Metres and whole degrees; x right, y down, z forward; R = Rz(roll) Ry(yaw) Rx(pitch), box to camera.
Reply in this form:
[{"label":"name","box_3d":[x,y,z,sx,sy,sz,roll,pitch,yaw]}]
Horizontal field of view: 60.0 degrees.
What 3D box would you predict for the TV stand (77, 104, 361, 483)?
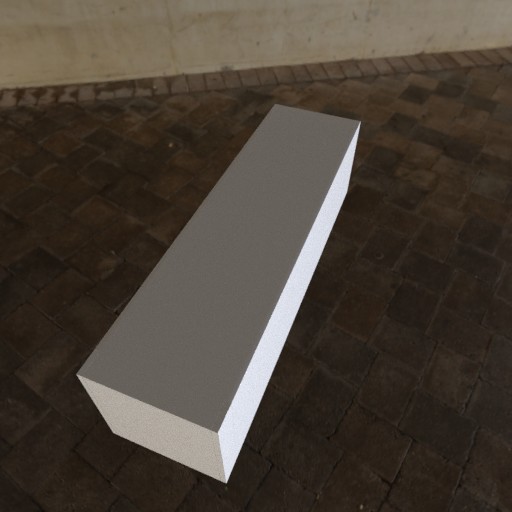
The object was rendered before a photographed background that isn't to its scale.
[{"label":"TV stand","box_3d":[0.000,0.000,1.740,0.410,0.440,1.500,17,50,15]}]
